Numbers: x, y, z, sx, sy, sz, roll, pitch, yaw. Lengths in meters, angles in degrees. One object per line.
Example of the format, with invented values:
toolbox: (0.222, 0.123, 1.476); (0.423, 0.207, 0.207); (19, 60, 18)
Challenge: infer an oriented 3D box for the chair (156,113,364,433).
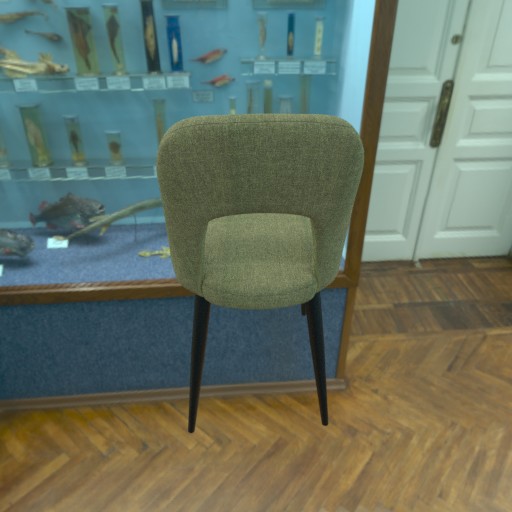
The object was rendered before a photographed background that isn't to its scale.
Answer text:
chair: (0.000, 0.000, 1.277); (0.470, 0.931, 0.612); (-1, 31, -2)
